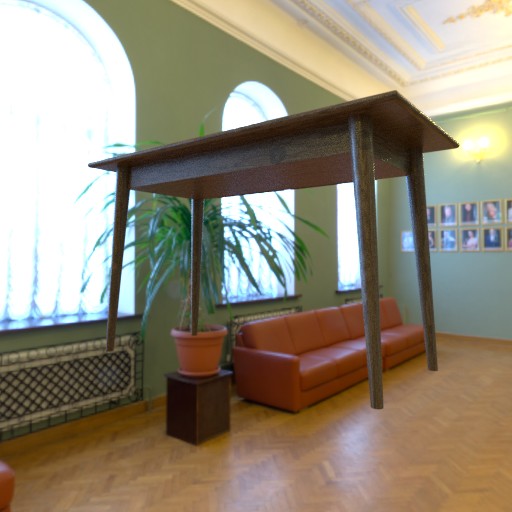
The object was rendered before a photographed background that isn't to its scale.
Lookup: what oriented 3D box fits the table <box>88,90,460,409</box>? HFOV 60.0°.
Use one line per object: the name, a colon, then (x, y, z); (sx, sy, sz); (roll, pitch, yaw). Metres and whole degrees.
table: (0.000, 0.000, 1.674); (1.300, 0.780, 0.599); (0, -1, 38)
